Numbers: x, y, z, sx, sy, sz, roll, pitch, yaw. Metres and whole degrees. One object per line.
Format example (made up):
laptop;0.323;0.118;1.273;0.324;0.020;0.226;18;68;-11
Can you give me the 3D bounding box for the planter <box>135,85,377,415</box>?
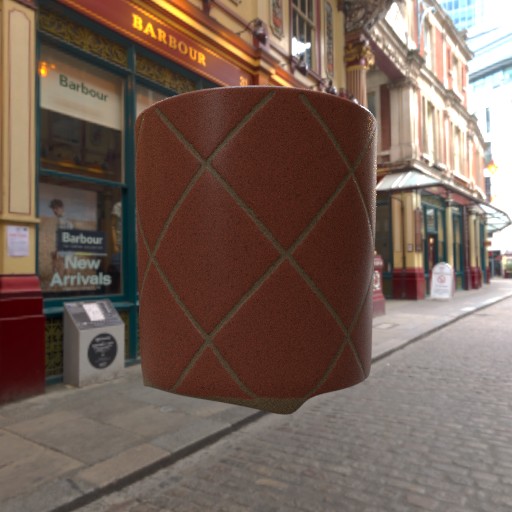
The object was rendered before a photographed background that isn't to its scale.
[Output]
planter;0.000;0.000;0.357;0.191;0.200;0.191;0;-2;0
